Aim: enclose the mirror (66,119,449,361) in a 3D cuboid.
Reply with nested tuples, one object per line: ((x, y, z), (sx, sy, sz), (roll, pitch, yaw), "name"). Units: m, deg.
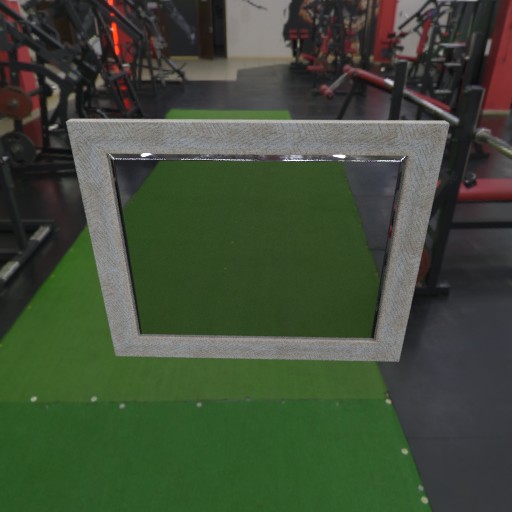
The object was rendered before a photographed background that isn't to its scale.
((0.000, 0.000, 1.149), (0.839, 0.689, 0.028), (1, 30, 1), "mirror")
